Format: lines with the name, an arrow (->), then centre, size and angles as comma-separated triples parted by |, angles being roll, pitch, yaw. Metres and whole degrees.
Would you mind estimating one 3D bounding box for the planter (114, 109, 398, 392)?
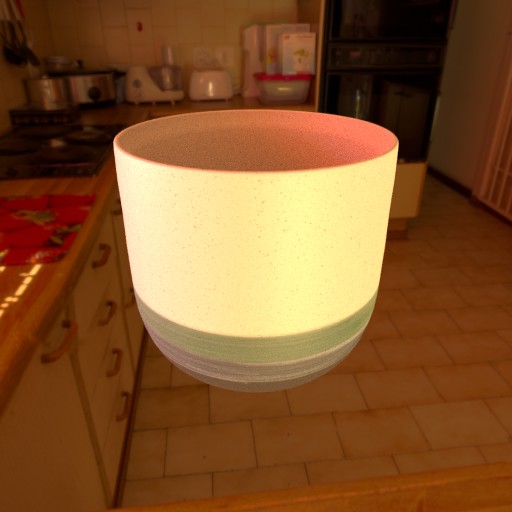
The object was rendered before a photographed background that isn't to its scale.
planter -> 0.000, 0.000, 0.491 | 0.268, 0.270, 0.268 | 0, 27, 0
